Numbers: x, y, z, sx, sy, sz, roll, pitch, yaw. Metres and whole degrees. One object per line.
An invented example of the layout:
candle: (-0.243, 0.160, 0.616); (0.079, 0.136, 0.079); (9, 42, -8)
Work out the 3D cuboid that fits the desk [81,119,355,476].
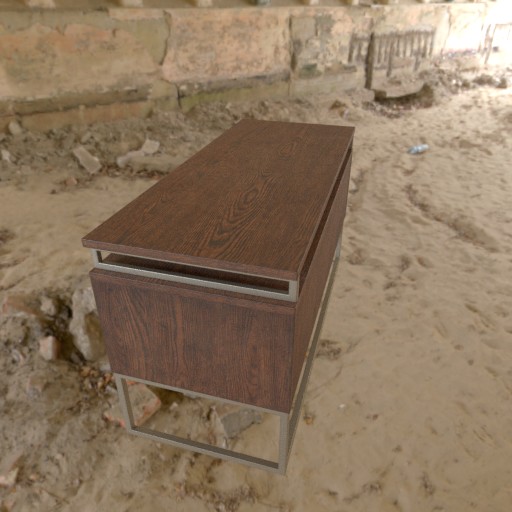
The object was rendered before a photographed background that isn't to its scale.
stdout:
desk: (0.000, 0.000, 1.876); (0.610, 0.792, 1.384); (8, 31, 14)
